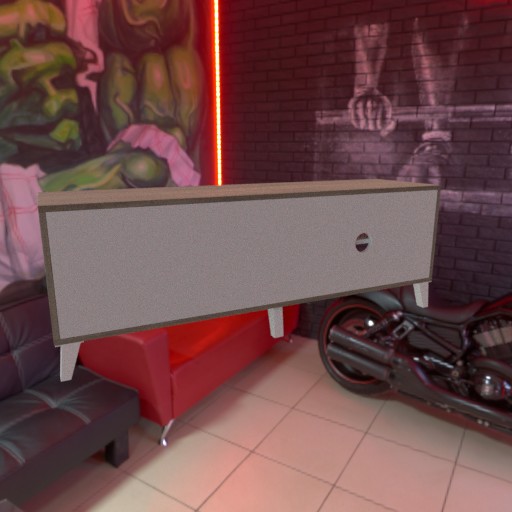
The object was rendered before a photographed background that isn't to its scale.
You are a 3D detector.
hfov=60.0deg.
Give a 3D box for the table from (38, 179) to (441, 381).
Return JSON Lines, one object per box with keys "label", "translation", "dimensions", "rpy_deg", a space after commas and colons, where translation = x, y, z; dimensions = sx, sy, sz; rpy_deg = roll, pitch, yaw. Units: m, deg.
{"label": "table", "translation": [0.000, 0.000, 1.752], "dimensions": [1.500, 0.530, 0.400], "rpy_deg": [-7, 15, -25]}
